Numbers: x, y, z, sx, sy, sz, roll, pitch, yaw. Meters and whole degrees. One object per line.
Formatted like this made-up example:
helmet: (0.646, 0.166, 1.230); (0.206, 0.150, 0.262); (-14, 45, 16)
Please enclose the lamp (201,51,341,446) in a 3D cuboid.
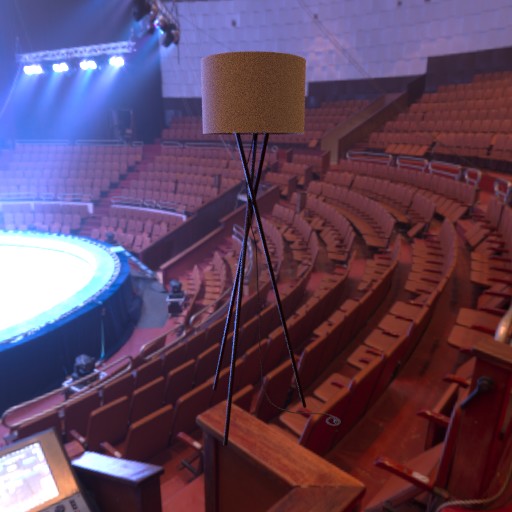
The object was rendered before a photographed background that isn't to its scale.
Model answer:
lamp: (0.000, 0.000, 1.976); (0.667, 1.624, 0.522); (14, 20, 43)
